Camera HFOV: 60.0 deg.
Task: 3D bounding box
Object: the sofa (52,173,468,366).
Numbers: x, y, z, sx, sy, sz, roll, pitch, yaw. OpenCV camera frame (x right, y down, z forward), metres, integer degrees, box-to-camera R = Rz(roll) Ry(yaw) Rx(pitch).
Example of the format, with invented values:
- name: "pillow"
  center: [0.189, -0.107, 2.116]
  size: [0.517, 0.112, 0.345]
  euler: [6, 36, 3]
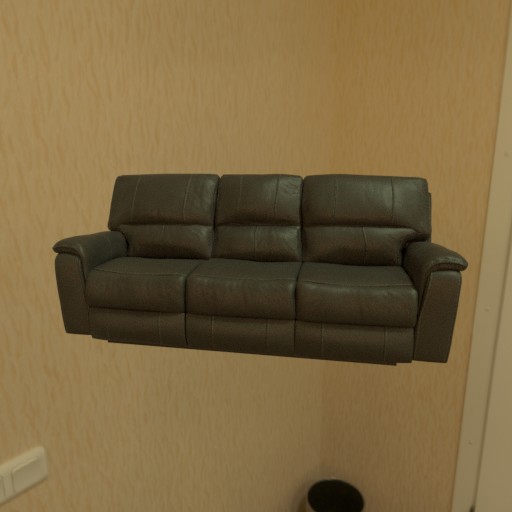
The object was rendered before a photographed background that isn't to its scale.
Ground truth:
- name: "sofa"
  center: [0.000, 0.000, 3.194]
  size: [2.627, 1.134, 1.104]
  euler: [2, 14, 10]
